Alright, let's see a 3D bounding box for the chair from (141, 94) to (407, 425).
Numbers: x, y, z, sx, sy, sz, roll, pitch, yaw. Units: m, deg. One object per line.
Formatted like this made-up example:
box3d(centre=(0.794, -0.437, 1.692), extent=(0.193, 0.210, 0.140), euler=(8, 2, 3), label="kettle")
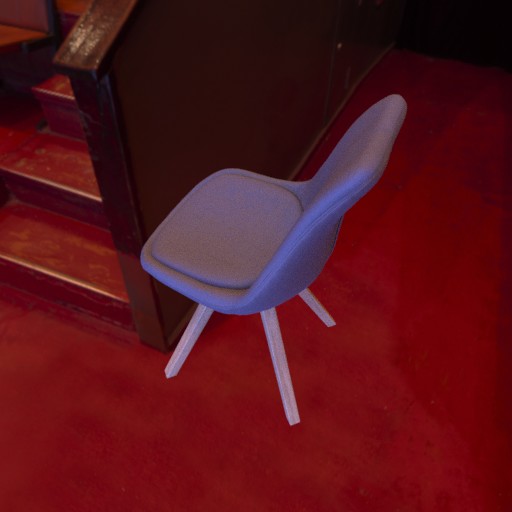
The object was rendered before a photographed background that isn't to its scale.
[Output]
box3d(centre=(0.000, 0.000, 1.165), extent=(0.547, 0.865, 0.483), euler=(17, 48, 16), label="chair")
